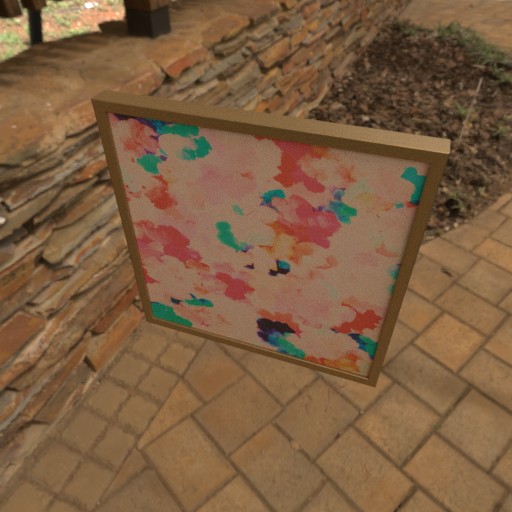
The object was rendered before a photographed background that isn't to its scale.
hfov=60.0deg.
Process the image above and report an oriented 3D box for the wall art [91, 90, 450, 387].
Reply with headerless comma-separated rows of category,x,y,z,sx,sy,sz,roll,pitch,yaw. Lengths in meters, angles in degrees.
wall art,0.000,0.000,0.780,0.510,0.509,0.037,13,43,14
